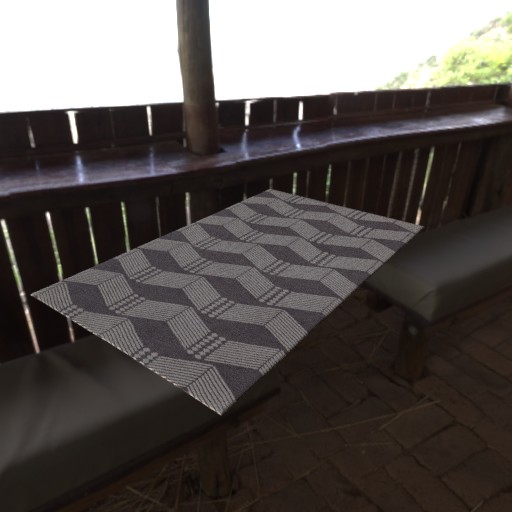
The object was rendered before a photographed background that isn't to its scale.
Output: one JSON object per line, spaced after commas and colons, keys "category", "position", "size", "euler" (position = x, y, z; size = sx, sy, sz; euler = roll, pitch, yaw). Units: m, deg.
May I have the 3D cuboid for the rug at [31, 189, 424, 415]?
{"category": "rug", "position": [0.000, 0.000, 3.088], "size": [1.517, 0.011, 2.435], "euler": [19, 33, 33]}
